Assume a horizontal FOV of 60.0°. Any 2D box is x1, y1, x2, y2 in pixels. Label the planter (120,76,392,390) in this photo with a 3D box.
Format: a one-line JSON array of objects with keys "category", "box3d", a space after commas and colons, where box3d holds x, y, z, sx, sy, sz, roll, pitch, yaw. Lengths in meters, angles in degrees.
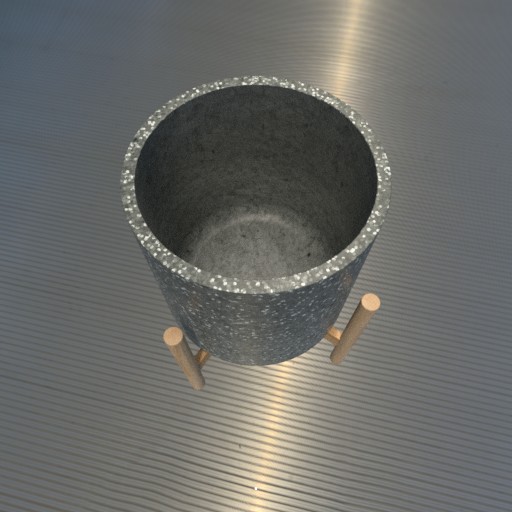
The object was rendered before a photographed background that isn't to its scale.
[{"category": "planter", "box3d": [0.000, 0.000, 0.684, 0.360, 0.419, 0.360, -30, 66, -15]}]
